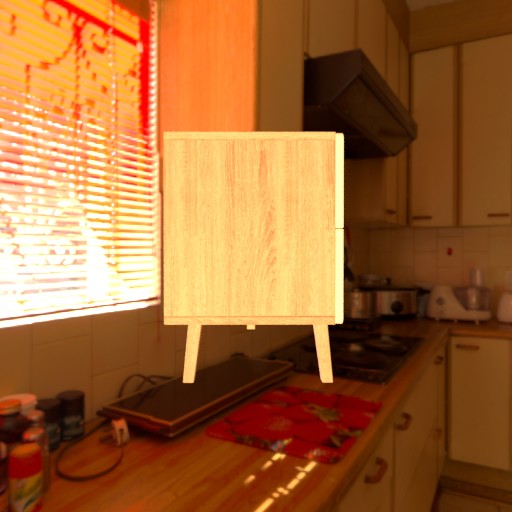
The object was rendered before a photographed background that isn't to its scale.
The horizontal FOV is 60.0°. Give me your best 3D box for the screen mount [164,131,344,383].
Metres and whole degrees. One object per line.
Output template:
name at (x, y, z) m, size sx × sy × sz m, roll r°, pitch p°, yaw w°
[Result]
screen mount at (0.000, 0.000, 1.735) m, size 0.420 × 0.570 × 1.500 m, roll 0°, pitch 1°, yaw 0°
